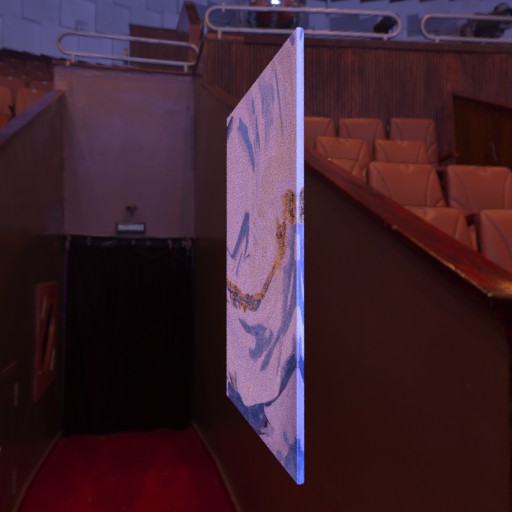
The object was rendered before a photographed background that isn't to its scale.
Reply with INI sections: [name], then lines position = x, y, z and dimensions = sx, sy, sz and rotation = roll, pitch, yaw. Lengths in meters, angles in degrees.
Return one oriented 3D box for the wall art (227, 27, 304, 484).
[wall art]
position = 0.000, 0.000, 1.176
dimensions = 0.016, 0.914, 0.610
rotation = 0, 0, -17
